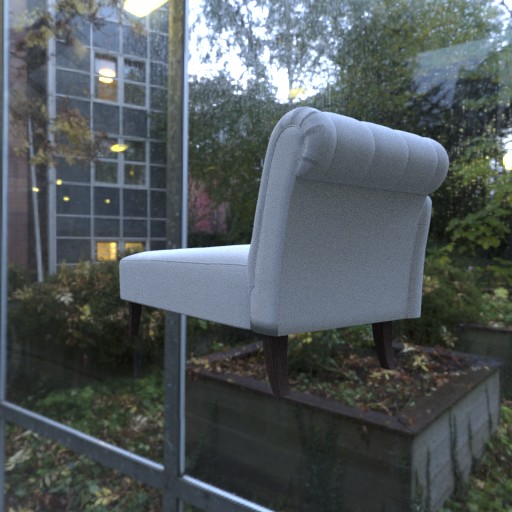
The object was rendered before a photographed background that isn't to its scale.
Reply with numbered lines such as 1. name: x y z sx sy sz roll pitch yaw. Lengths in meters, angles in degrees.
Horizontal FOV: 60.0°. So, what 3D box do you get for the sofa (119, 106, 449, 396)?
1. sofa: 0.000 0.000 1.812 0.675 0.787 1.379 0 0 -36
